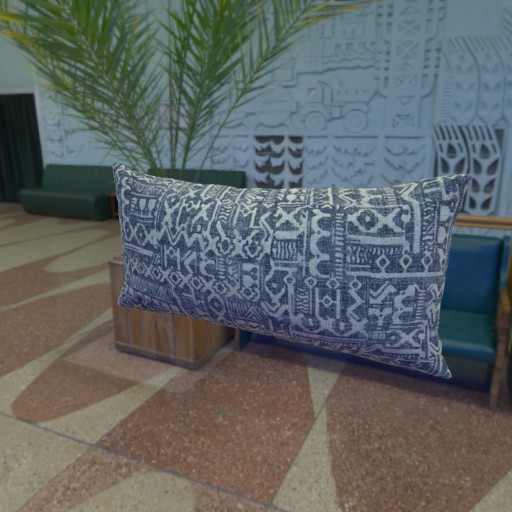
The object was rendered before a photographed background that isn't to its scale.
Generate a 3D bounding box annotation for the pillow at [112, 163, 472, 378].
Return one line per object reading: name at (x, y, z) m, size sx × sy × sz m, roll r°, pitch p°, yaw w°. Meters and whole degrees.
pillow at (0.000, 0.000, 0.736) m, size 0.631 × 0.292 × 0.148 m, roll 8°, pitch 17°, yaw 25°
